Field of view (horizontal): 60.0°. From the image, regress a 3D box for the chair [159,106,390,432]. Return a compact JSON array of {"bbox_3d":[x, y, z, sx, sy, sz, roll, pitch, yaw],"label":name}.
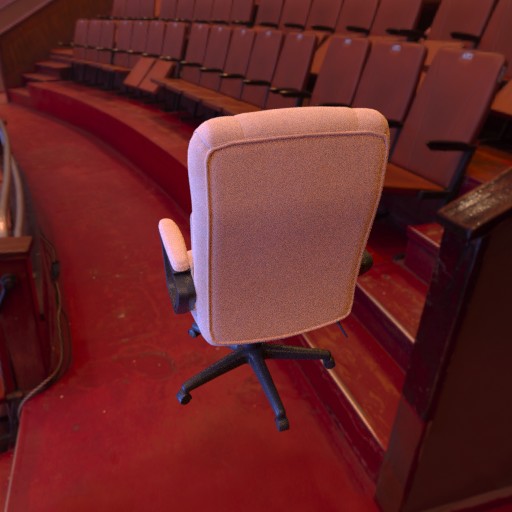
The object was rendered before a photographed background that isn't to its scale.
[{"bbox_3d":[0.000,0.000,1.565,0.667,1.105,0.724,-9,29,-16],"label":"chair"}]
